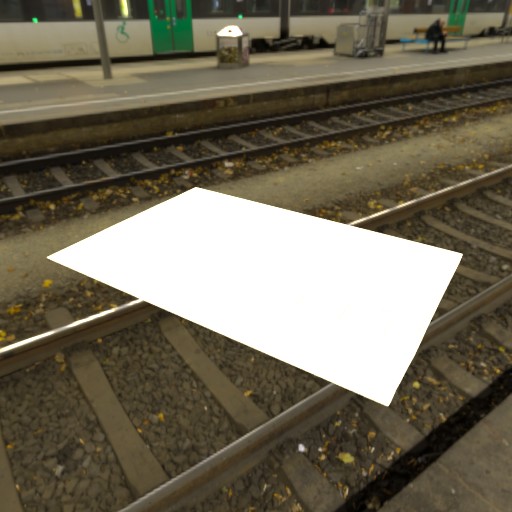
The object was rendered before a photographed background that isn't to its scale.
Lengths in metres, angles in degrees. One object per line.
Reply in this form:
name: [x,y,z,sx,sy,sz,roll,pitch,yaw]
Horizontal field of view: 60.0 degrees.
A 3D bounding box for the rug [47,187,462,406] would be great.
rug: [0.000,0.000,2.362,1.850,0.006,1.234,18,34,28]
